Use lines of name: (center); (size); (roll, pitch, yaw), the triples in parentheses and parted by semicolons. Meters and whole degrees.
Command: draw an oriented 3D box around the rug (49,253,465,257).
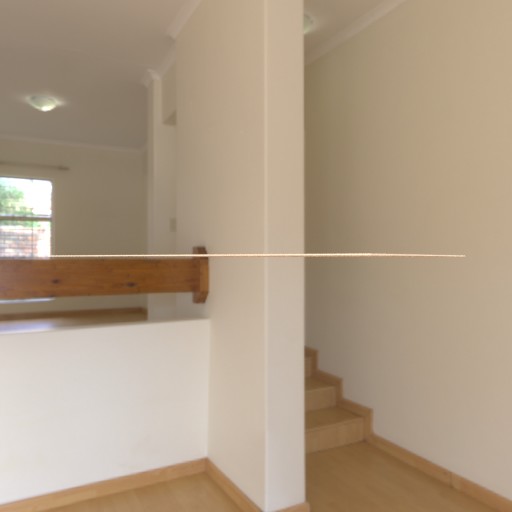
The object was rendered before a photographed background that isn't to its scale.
rug: (0.000, 0.000, 2.923); (2.227, 0.008, 1.611); (0, 0, 36)
